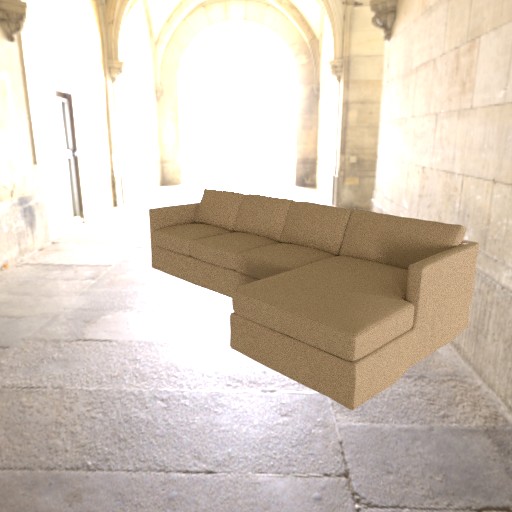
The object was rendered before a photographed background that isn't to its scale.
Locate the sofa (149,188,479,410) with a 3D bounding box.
[{"bbox_3d":[0.000,0.000,3.917,1.622,0.871,3.206,-14,21,-42],"label":"sofa"}]
